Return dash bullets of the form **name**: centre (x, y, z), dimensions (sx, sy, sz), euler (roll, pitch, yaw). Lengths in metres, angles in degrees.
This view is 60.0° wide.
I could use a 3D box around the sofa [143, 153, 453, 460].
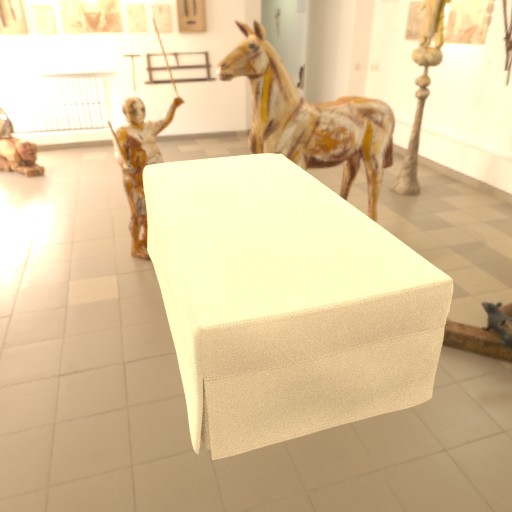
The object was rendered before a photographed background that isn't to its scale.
- **sofa**: centre (0.000, 0.000, 2.134), dimensions (0.939, 0.552, 1.677), euler (-9, 30, -16)
